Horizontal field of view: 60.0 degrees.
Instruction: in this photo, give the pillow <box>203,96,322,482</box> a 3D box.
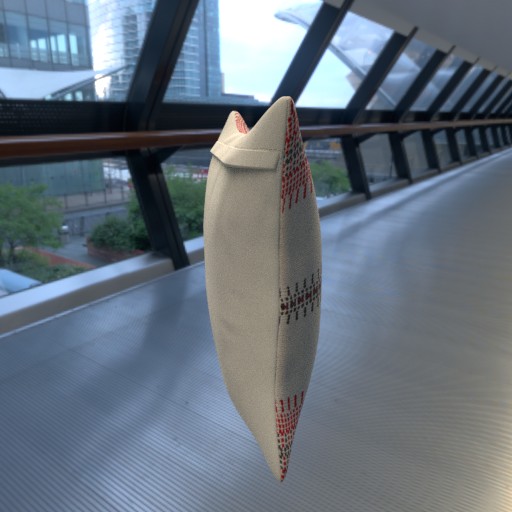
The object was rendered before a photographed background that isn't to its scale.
[{"bbox_3d":[0.000,0.000,0.706,0.160,0.454,0.463,-3,16,-9],"label":"pillow"}]
